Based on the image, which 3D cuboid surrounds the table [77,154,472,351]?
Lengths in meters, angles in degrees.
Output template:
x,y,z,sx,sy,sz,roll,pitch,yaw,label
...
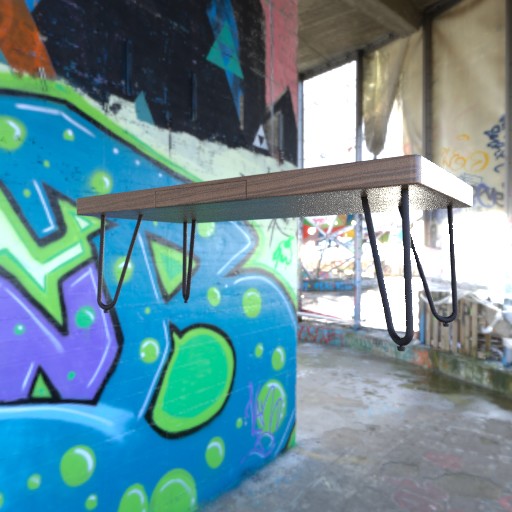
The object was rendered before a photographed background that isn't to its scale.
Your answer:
x,y,z,sx,sy,sz,roll,pitch,yaw,label
0.000,0.000,1.660,1.375,0.468,0.637,0,0,36,table
